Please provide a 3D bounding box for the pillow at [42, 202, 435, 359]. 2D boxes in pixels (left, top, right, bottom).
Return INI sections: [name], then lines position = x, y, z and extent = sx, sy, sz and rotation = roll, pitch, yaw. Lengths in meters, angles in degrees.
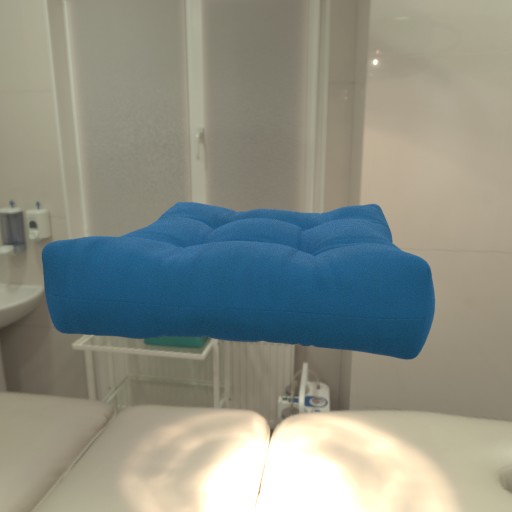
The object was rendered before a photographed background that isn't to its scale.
[pillow]
position = 0.000, 0.000, 0.724
extent = 0.468, 0.128, 0.490
rotation = 2, 14, 9
